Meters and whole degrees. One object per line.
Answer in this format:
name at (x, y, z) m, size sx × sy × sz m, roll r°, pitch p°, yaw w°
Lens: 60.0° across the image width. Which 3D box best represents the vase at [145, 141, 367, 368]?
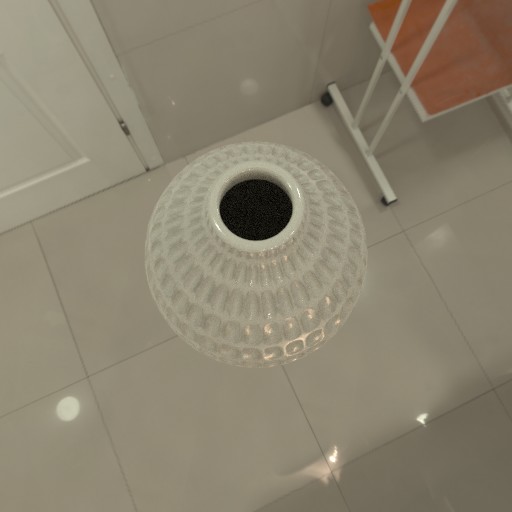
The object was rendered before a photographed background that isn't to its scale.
vase at (0.000, 0.000, 0.331) m, size 0.162 × 0.223 × 0.162 m, roll 0°, pitch 76°, yaw 0°
